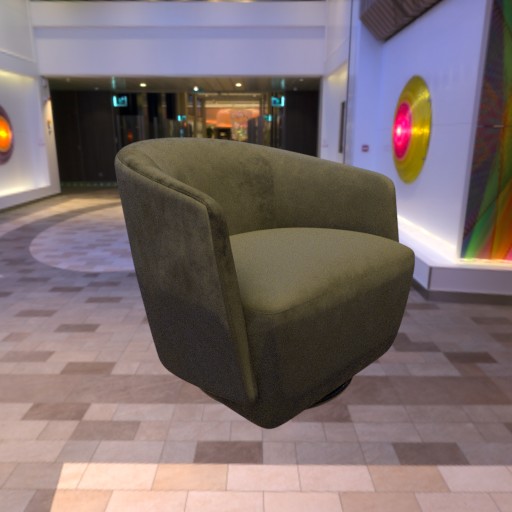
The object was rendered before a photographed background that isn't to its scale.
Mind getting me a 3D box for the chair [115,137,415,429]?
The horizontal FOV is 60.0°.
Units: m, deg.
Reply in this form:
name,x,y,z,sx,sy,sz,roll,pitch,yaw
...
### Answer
name,x,y,z,sx,sy,sz,roll,pitch,yaw
chair,0.000,0.000,1.352,0.767,0.698,0.773,14,20,42
